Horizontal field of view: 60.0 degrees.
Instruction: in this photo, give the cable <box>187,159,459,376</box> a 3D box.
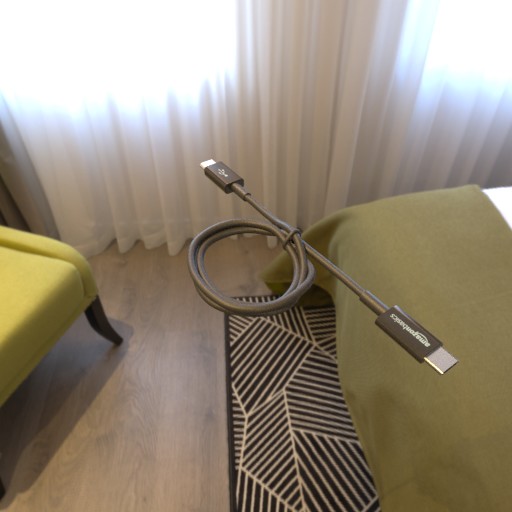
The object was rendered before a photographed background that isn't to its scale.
[{"bbox_3d":[0.000,0.000,0.221,0.070,0.014,0.192,-26,48,-25],"label":"cable"}]
